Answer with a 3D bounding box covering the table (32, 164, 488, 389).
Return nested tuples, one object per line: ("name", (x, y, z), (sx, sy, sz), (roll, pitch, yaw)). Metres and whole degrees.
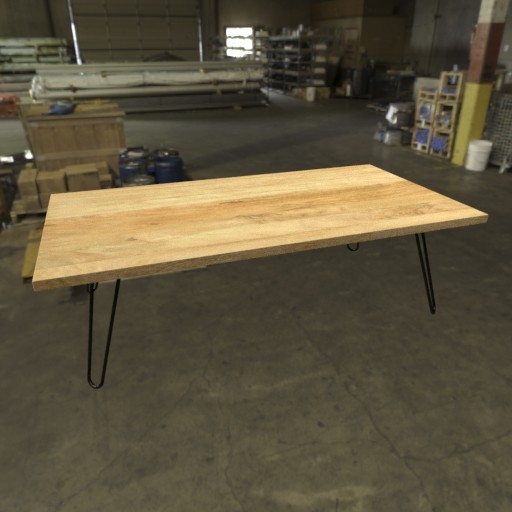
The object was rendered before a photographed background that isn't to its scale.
("table", (0.000, 0.000, 1.613), (1.348, 0.400, 0.699), (-9, 27, -17))
